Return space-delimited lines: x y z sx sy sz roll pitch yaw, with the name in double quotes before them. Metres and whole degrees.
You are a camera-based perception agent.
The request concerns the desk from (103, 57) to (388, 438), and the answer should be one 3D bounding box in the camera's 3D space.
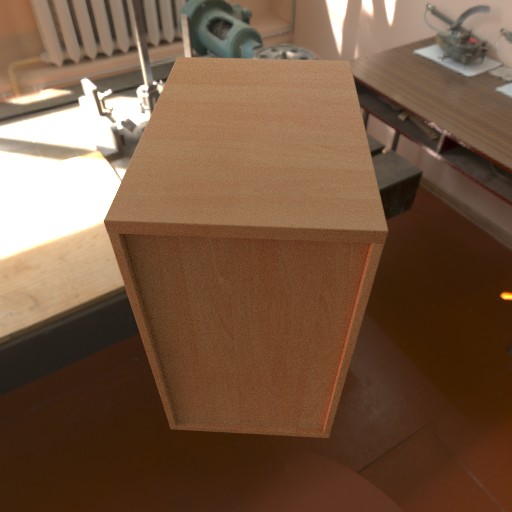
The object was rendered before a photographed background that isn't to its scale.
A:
"desk" 0.000 0.000 1.095 0.404 0.730 0.600 2 46 2
